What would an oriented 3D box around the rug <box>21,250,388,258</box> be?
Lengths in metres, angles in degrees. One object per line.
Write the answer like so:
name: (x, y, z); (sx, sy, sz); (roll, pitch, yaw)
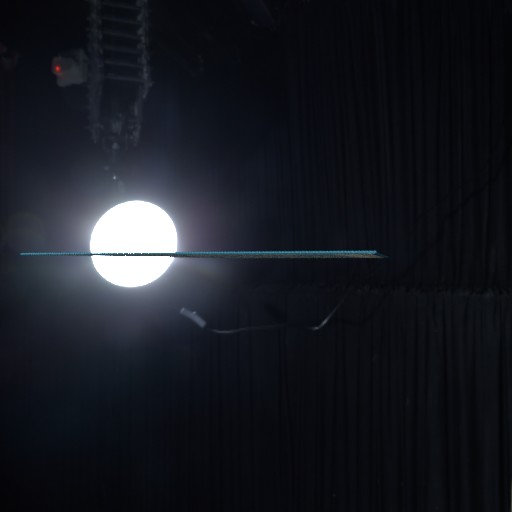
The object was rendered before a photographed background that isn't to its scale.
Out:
rug: (0.000, 0.000, 3.975); (2.226, 0.015, 3.044); (0, -1, 18)
